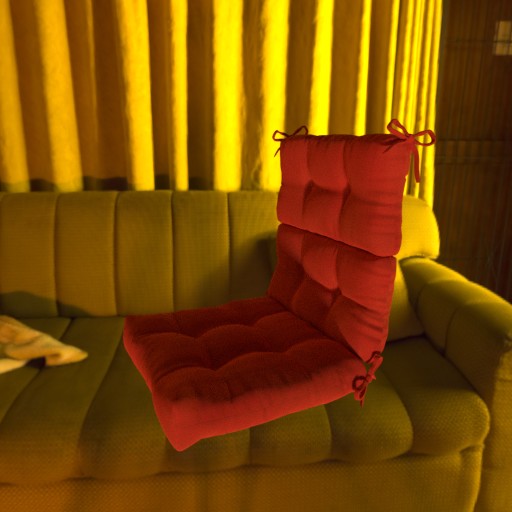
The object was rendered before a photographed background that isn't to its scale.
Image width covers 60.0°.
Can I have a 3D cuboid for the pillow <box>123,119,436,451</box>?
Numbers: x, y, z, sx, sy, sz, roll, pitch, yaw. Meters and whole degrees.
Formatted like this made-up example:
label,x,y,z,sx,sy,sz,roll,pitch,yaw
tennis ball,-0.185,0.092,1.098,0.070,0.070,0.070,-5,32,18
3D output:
label,x,y,z,sx,sy,sz,roll,pitch,yaw
pillow,0.000,0.000,1.035,0.571,0.605,0.519,-7,17,-25
